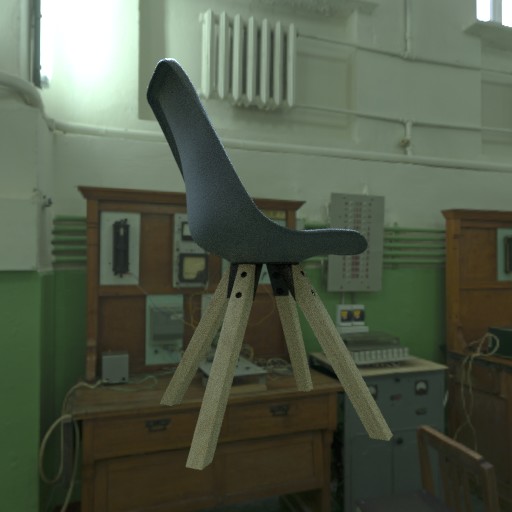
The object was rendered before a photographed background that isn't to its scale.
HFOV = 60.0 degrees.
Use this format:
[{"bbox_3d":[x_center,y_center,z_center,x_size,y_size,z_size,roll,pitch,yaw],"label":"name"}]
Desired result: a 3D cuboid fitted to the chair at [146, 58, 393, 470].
[{"bbox_3d":[0.000,0.000,1.148,0.550,0.850,0.485,0,-1,-19],"label":"chair"}]
